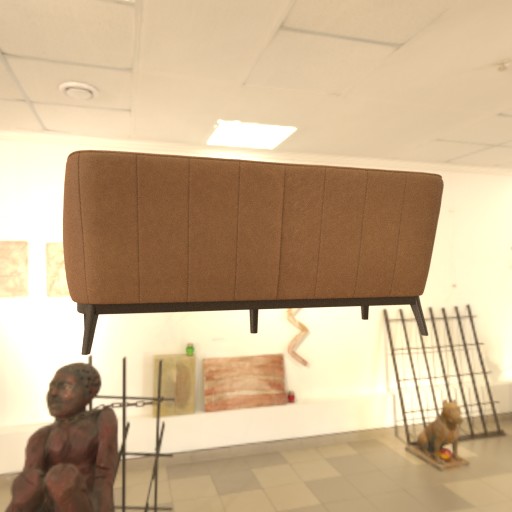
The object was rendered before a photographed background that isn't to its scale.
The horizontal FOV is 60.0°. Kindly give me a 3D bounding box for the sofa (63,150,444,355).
[{"bbox_3d":[0.000,0.000,2.356,1.928,0.830,0.869,0,-1,-17],"label":"sofa"}]
